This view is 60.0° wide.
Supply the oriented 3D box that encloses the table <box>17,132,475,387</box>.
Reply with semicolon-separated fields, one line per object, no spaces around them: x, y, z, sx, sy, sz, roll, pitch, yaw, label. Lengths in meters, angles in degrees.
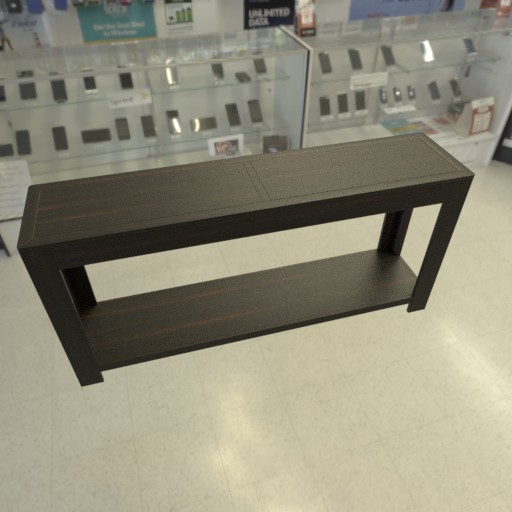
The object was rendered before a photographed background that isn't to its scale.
0.000;0.000;1.909;1.631;0.762;0.384;-10;42;-12;table
